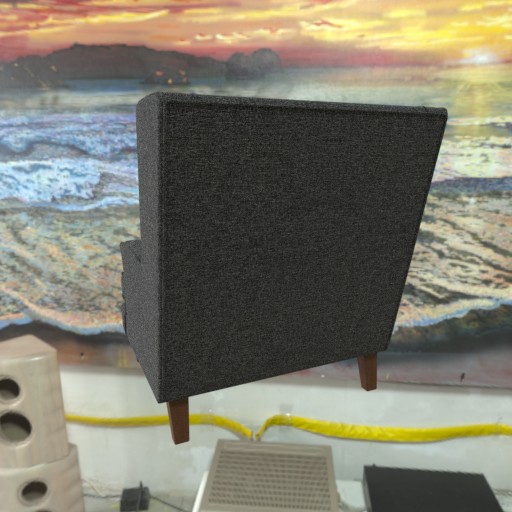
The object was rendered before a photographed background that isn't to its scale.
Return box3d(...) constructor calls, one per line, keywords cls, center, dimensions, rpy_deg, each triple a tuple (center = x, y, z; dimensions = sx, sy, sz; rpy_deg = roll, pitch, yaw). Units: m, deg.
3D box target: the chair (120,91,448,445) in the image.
box3d(cls="chair", center=(0.000, 0.000, 1.735), dimensions=(0.942, 1.082, 0.927), rpy_deg=(-6, 15, -24))
